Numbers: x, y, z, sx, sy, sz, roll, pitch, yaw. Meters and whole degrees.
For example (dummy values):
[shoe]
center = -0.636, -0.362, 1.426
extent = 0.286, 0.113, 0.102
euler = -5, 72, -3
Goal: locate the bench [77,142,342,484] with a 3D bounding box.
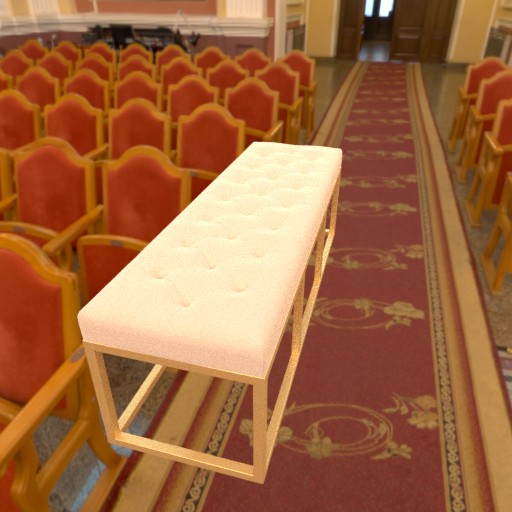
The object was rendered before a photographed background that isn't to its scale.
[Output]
[bench]
center = 0.000, 0.000, 1.698
extent = 0.457, 0.484, 1.473
euler = 8, 31, 14
